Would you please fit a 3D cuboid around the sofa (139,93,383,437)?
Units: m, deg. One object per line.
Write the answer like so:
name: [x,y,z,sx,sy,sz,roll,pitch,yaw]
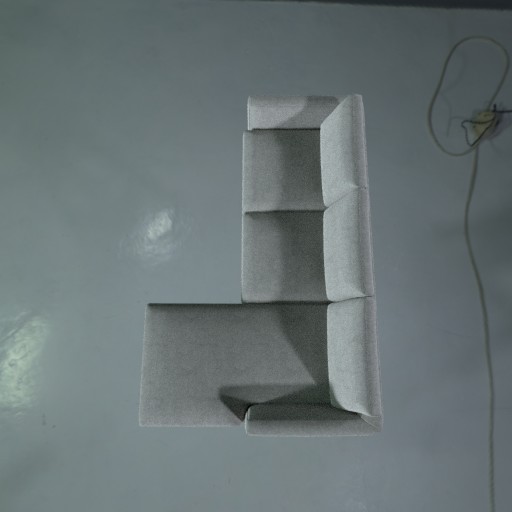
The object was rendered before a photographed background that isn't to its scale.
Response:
sofa: [0.000,0.000,3.262,1.626,0.864,2.438,0,76,0]
